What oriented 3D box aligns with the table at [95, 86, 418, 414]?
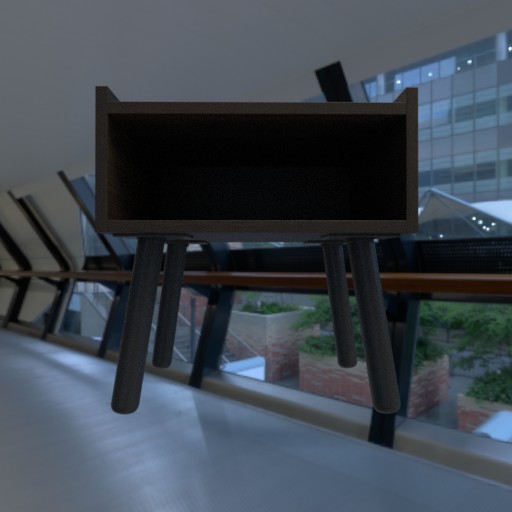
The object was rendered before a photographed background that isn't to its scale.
[{"bbox_3d":[0.000,0.000,0.801,0.450,0.470,0.370,0,0,-1],"label":"table"}]
